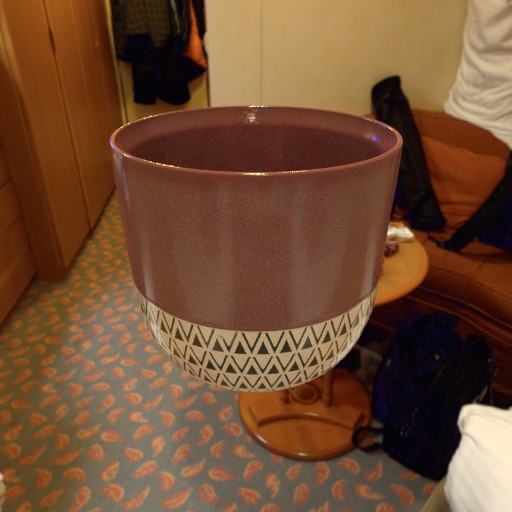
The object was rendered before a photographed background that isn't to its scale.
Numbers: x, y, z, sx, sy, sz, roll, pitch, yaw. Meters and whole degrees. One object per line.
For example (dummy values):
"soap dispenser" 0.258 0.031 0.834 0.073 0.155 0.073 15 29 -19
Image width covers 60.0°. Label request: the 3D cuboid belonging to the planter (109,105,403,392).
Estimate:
"planter" 0.000 0.000 0.481 0.266 0.270 0.266 0 28 0
